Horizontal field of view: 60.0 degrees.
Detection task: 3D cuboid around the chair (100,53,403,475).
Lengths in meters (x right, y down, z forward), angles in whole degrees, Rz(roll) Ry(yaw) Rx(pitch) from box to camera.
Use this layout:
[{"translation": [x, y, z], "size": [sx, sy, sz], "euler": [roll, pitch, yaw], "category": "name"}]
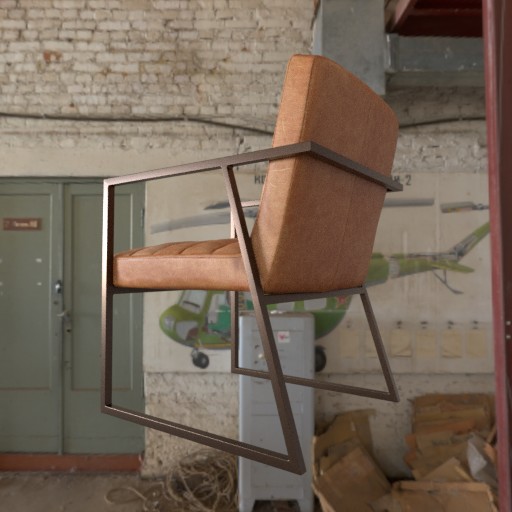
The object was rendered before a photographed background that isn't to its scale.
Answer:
[{"translation": [0.000, 0.000, 1.239], "size": [0.677, 0.832, 0.571], "euler": [-1, -2, 36], "category": "chair"}]
